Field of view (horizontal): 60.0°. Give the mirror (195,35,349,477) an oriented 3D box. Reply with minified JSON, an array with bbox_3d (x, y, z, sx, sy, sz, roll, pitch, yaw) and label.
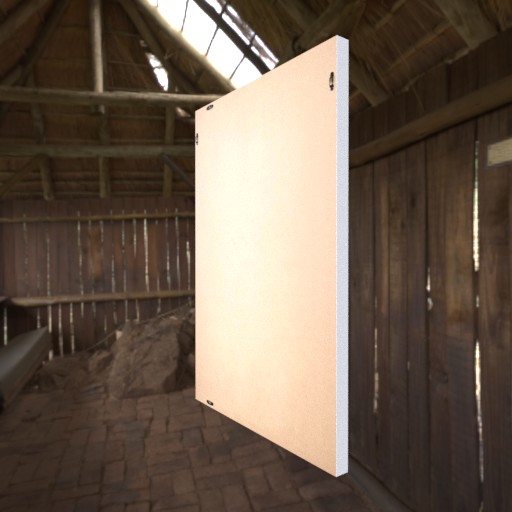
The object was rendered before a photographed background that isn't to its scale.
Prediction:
[{"bbox_3d":[0.000,0.000,1.172,0.041,0.914,0.609,0,1,-36],"label":"mirror"}]
